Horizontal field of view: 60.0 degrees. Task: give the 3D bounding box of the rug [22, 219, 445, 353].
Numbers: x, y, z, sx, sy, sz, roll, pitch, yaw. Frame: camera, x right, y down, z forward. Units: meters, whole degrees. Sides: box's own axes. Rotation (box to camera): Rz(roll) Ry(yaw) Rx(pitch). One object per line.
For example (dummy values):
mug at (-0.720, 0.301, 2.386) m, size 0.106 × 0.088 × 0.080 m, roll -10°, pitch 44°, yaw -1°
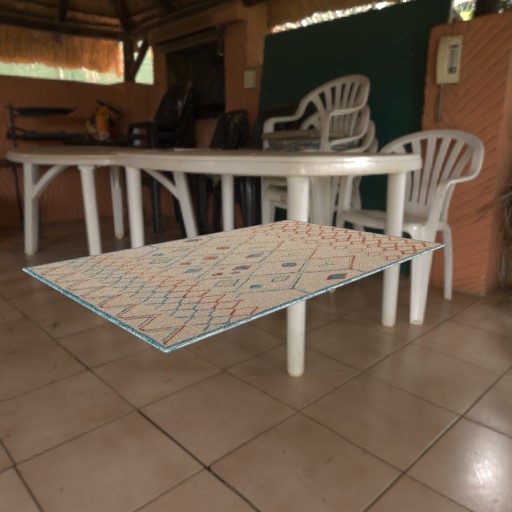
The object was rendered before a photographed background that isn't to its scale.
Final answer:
rug at (0.000, 0.000, 2.965) m, size 2.438 × 0.015 × 1.524 m, roll -14°, pitch 20°, yaw -43°
